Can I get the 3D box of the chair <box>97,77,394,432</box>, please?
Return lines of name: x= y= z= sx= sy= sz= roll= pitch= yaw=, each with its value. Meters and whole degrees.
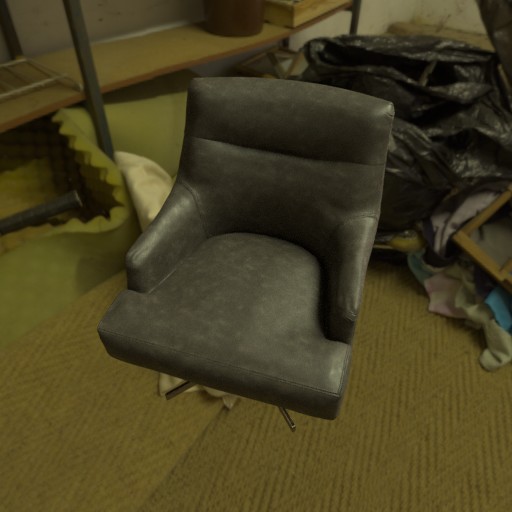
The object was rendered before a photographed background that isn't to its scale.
chair: x=0.000 y=0.000 z=1.476 sx=0.738 sy=0.870 sz=0.874 roll=12 pitch=43 yaw=13
